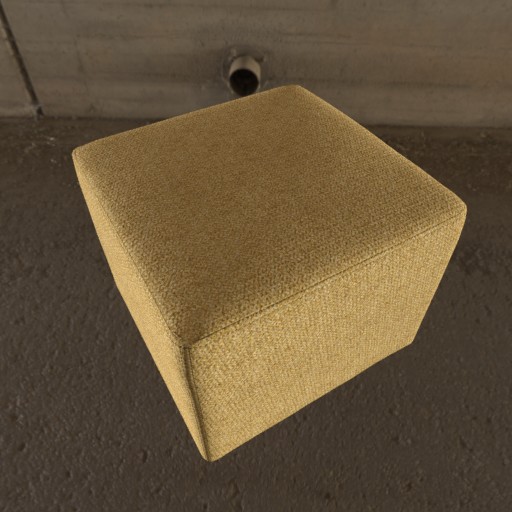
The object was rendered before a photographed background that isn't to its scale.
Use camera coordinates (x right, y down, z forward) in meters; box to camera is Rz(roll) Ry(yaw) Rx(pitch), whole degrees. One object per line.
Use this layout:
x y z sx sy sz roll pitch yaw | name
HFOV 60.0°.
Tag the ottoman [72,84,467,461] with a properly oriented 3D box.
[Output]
0.000 0.000 0.888 0.512 0.441 0.505 -24 51 -21 | ottoman
